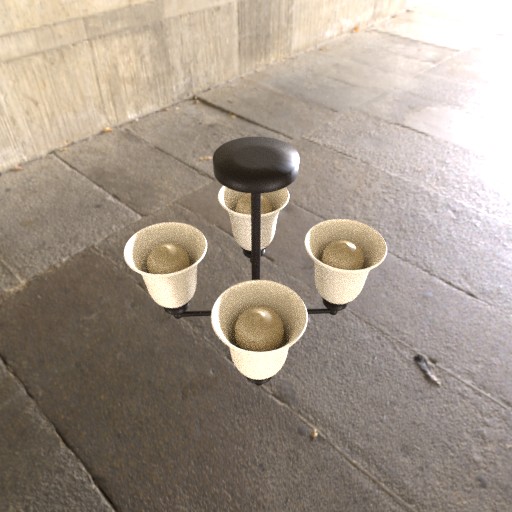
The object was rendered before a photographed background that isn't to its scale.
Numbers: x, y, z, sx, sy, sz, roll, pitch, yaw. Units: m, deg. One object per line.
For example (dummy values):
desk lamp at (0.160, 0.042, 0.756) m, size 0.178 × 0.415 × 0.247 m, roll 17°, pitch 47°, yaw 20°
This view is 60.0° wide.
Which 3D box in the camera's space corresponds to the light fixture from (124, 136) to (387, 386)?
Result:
light fixture at (0.000, 0.000, 1.848) m, size 1.069 × 0.925 × 1.069 m, roll -1°, pitch 42°, yaw -1°
